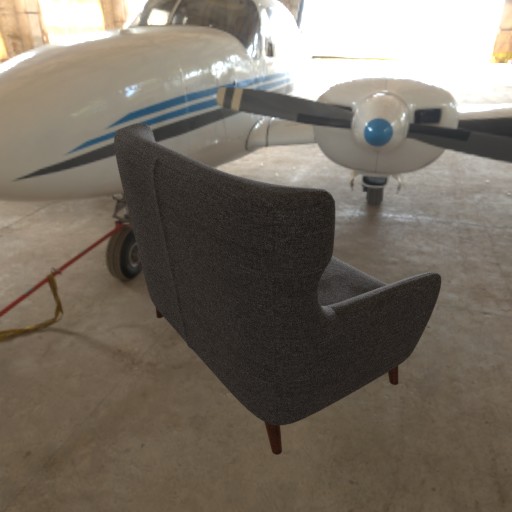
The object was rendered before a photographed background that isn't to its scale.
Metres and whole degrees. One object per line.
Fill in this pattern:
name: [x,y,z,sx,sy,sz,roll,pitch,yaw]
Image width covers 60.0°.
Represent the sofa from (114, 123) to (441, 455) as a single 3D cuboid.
sofa: [0.000,0.000,1.981,0.874,1.028,1.358,-17,30,-30]
